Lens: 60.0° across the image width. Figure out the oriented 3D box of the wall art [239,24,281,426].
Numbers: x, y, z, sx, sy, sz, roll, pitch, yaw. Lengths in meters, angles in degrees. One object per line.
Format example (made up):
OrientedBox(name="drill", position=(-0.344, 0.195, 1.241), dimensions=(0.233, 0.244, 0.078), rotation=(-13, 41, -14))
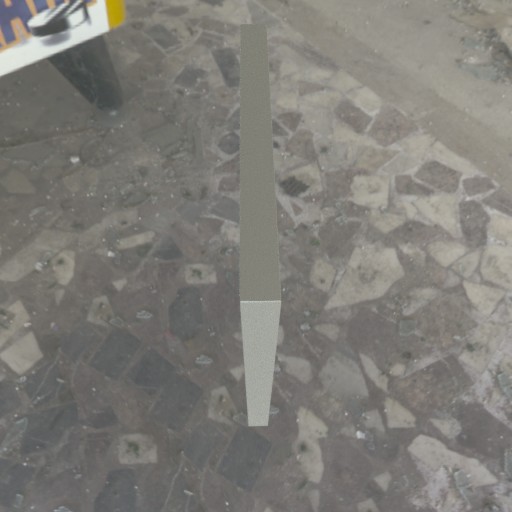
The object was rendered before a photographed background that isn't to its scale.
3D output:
OrientedBox(name="wall art", position=(0.000, 0.000, 0.757), dimensions=(0.039, 0.553, 0.445), rotation=(-1, 58, -1))
